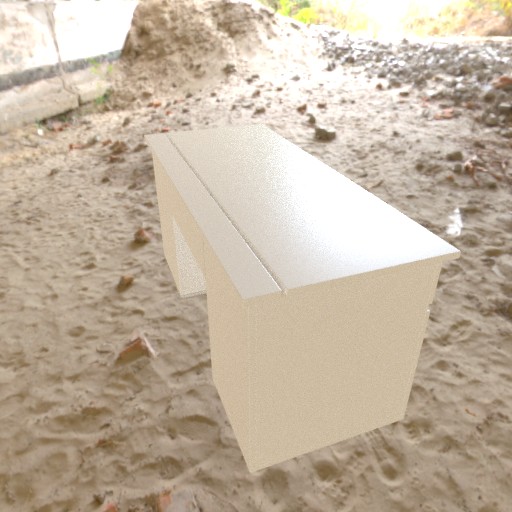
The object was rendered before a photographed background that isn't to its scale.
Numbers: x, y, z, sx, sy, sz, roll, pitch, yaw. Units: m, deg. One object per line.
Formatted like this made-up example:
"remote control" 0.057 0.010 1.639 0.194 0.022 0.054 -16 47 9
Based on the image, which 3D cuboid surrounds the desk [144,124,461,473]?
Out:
"desk" 0.000 0.000 2.008 0.670 0.760 1.580 -11 32 -18
